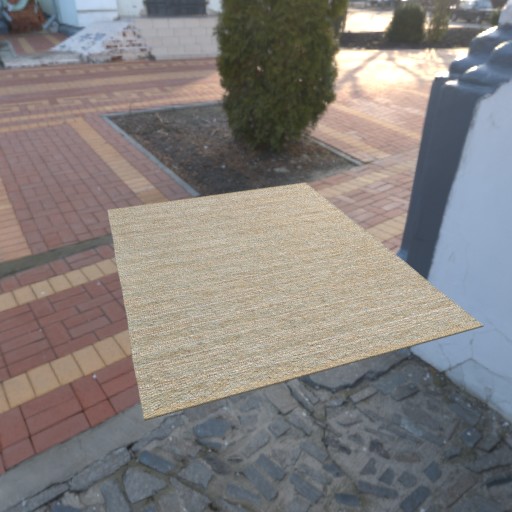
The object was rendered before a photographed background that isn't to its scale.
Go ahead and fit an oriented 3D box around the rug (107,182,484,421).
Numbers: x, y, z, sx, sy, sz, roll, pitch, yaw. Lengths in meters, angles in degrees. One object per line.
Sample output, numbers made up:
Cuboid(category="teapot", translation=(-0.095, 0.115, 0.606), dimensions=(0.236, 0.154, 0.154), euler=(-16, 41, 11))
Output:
Cuboid(category="rug", translation=(0.000, 0.000, 4.115), dimensions=(2.471, 0.012, 3.034), euler=(-10, 32, -17))
